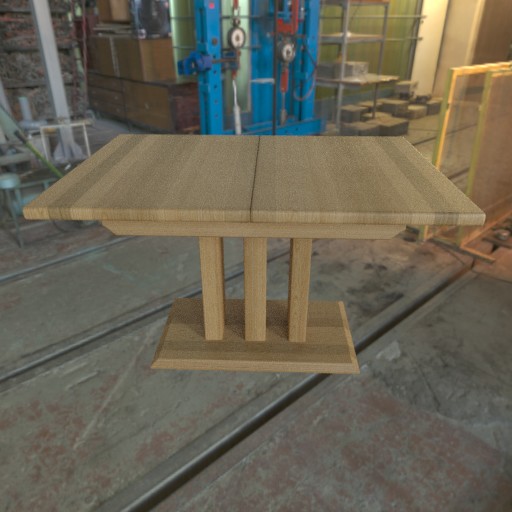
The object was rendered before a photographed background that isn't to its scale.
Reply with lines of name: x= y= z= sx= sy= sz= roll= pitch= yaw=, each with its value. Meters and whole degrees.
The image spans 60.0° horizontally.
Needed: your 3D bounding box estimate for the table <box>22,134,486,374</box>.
table: x=0.000 y=0.000 z=1.809 sx=1.300 sy=0.770 sz=0.900 roll=1 pitch=28 yaw=2
